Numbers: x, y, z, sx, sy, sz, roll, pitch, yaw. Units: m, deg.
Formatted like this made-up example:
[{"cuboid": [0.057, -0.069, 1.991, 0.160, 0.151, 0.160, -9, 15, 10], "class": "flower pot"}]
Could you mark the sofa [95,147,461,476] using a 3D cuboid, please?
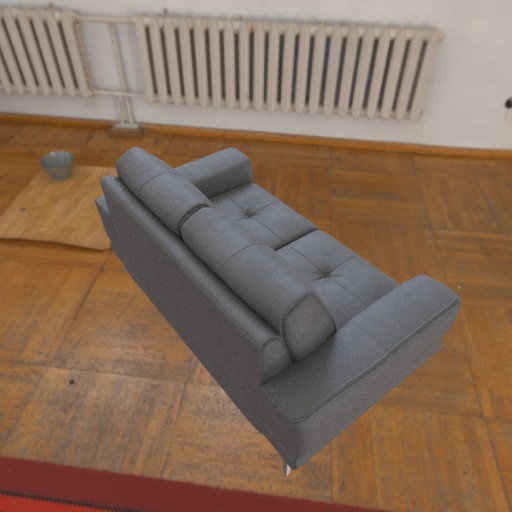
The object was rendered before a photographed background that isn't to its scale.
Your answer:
[{"cuboid": [0.000, 0.000, 2.325, 1.018, 0.907, 1.806, -28, 49, -27], "class": "sofa"}]
